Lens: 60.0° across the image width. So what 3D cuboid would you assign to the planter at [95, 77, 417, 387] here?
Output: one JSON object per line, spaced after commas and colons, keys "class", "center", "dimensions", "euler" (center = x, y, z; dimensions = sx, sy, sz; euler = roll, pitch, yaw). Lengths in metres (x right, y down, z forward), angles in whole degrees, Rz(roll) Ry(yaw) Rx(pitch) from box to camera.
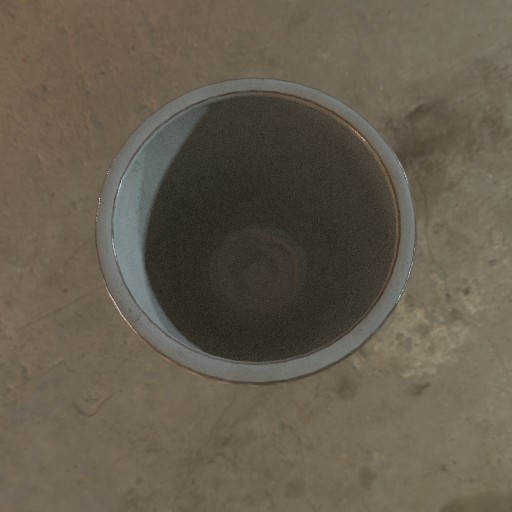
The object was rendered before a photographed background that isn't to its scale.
{"class": "planter", "center": [0.000, 0.000, 0.357], "dimensions": [0.197, 0.191, 0.197], "euler": [0, 76, 0]}
